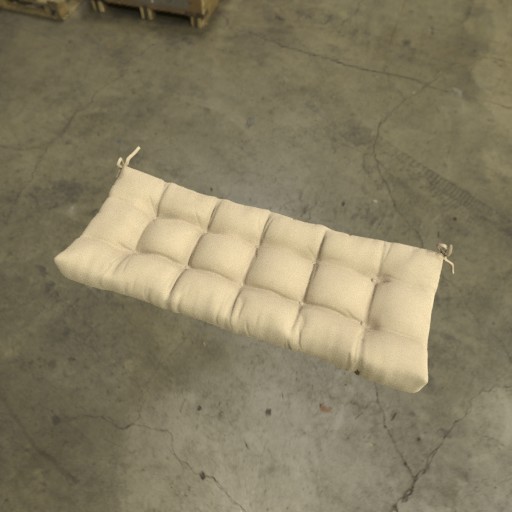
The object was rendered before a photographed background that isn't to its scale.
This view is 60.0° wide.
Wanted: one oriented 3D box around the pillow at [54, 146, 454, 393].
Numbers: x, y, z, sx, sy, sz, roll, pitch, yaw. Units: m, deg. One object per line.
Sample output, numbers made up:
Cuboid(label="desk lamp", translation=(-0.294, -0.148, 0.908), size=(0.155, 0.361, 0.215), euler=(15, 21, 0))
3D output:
Cuboid(label="pillow", translation=(0.000, 0.000, 1.384), size=(1.194, 0.174, 0.511), euler=(17, 59, 11))
